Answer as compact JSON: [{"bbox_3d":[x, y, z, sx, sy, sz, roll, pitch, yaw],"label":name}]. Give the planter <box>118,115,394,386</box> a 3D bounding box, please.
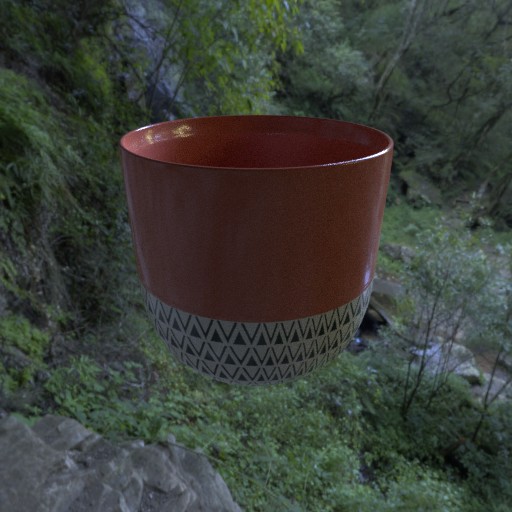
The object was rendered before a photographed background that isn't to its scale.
[{"bbox_3d":[0.000,0.000,0.502,0.266,0.270,0.266,0,26,0],"label":"planter"}]
